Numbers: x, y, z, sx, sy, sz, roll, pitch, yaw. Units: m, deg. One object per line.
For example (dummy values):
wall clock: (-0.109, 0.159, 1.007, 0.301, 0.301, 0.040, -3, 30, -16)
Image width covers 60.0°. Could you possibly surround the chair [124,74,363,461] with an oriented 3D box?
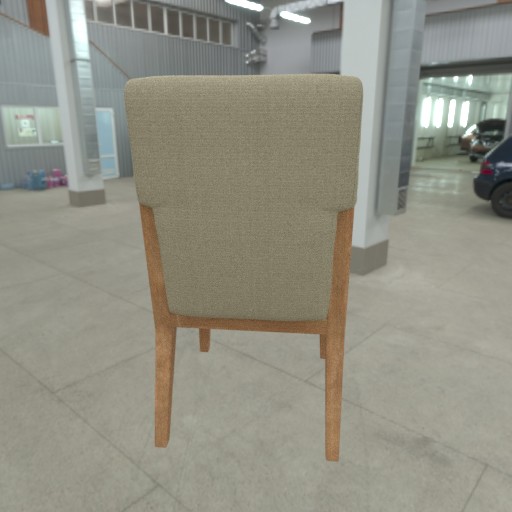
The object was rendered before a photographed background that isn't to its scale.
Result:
chair: (0.000, 0.000, 1.264, 0.507, 0.911, 0.586, 2, 17, 6)
